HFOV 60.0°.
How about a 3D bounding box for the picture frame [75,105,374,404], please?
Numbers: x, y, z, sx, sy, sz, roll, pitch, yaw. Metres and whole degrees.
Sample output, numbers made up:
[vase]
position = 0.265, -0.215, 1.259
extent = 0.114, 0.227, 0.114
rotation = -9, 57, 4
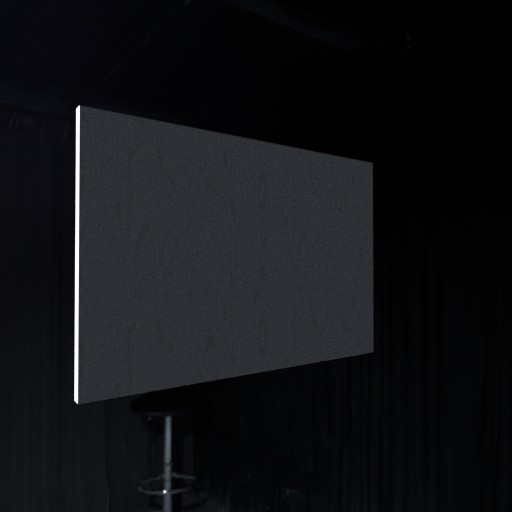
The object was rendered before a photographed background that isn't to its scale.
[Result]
[picture frame]
position = 0.000, 0.000, 1.235
extent = 0.950, 0.640, 0.029
rotation = 1, -1, -35
